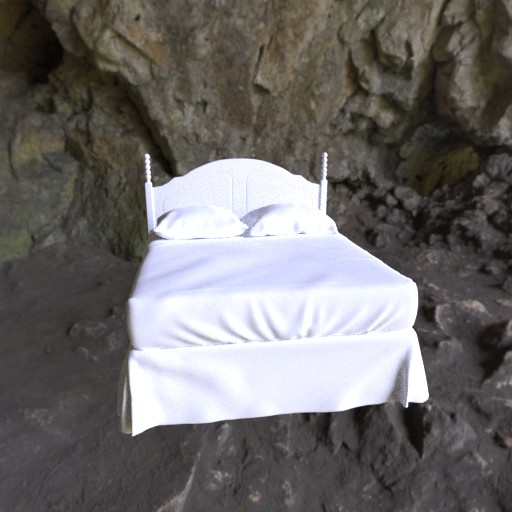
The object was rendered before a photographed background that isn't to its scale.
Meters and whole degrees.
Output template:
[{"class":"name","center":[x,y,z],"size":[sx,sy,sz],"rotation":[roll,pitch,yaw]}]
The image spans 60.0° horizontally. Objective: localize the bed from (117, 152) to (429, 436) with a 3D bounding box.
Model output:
[{"class":"bed","center":[0.000,0.000,3.200],"size":[1.873,1.356,2.040],"rotation":[-2,16,-9]}]
